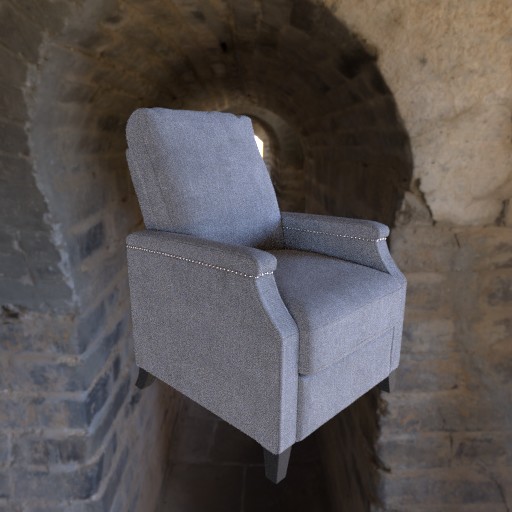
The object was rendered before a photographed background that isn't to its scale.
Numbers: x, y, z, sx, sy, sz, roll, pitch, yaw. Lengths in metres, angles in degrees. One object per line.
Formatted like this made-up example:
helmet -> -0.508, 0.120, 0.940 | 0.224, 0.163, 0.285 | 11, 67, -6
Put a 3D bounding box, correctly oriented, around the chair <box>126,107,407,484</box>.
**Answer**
chair -> 0.000, 0.000, 1.630 | 0.922, 1.049, 0.710 | 14, 20, 43
